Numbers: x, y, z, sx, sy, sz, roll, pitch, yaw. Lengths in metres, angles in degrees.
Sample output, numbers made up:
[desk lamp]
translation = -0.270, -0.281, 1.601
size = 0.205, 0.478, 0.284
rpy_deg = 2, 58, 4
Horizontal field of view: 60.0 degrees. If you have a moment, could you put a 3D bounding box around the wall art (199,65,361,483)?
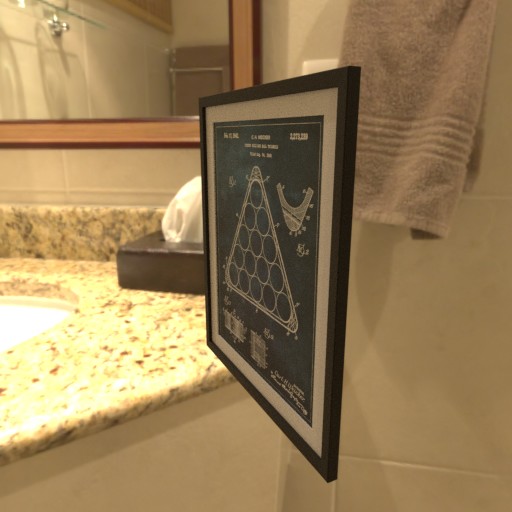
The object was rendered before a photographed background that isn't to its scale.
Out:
[wall art]
translation = 0.000, 0.000, 1.204
size = 0.028, 0.863, 0.755
rpy_deg = -8, 17, -26
